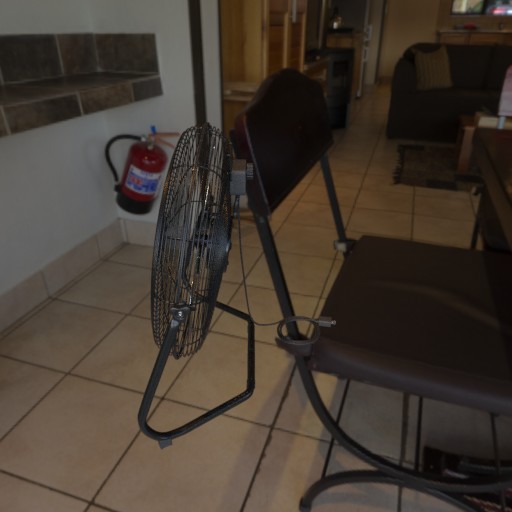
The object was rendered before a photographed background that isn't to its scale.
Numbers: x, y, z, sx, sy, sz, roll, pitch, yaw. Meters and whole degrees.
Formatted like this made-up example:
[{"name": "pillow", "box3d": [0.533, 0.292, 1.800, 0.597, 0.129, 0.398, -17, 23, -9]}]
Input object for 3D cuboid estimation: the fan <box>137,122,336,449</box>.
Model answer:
[{"name": "fan", "box3d": [0.000, 0.000, 0.941, 0.424, 0.546, 0.555, 0, 27, 0]}]
